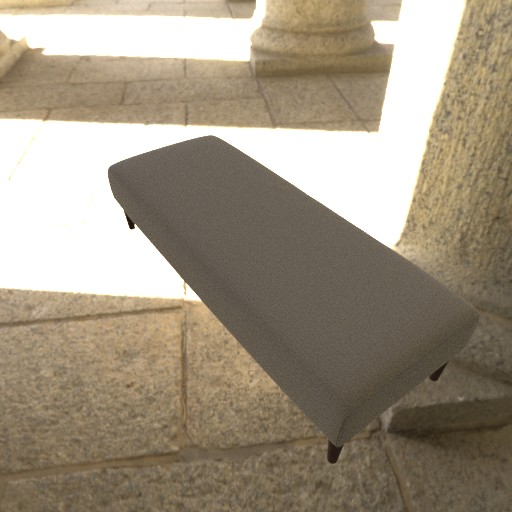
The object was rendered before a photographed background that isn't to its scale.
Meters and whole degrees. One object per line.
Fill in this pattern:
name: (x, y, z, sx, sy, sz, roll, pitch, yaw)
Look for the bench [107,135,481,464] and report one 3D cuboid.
bench: (0.000, 0.000, 1.853, 0.646, 0.393, 1.609, -25, 46, -27)
